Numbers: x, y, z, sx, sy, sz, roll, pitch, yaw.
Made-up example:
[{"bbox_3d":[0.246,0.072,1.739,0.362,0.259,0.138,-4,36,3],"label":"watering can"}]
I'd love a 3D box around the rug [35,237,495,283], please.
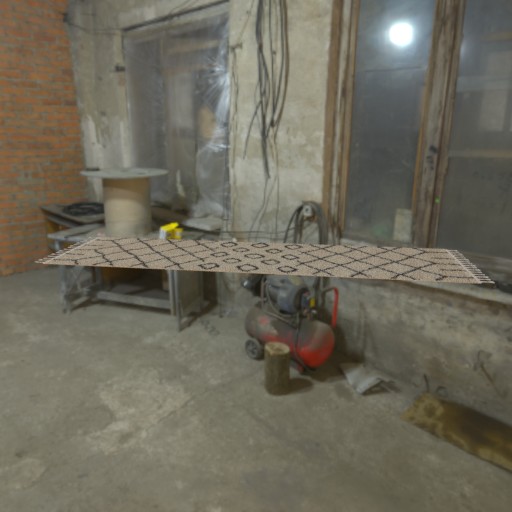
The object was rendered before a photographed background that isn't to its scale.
[{"bbox_3d":[0.000,0.000,2.649,2.464,0.005,0.660,2,16,8],"label":"rug"}]
